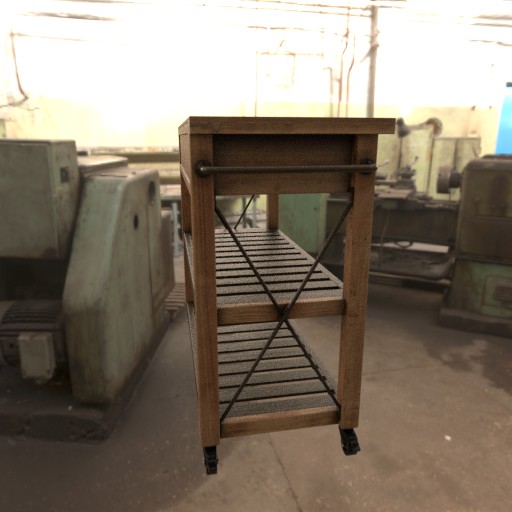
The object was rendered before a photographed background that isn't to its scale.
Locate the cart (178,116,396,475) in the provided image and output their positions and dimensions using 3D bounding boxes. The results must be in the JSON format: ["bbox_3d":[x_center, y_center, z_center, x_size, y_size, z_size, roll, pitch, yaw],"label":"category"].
[{"bbox_3d":[0.000,0.000,0.969,0.298,0.554,0.686,-3,15,-11],"label":"cart"}]
